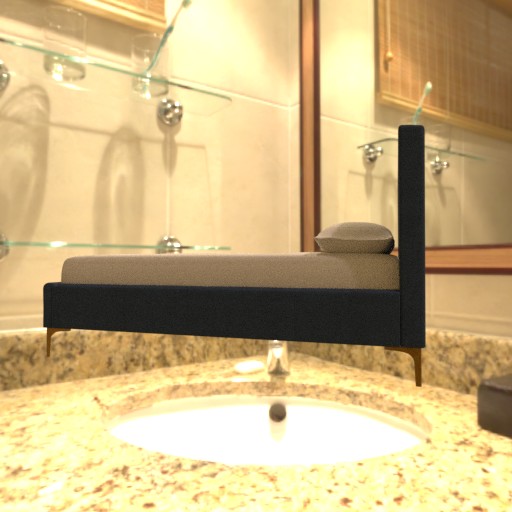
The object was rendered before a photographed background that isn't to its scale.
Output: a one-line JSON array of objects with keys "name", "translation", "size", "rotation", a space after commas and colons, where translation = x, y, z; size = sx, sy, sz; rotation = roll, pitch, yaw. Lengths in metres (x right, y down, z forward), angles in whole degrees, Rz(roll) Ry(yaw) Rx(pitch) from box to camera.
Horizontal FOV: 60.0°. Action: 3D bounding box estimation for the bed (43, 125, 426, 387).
[{"name": "bed", "translation": [0.000, 0.000, 3.170], "size": [2.172, 1.231, 1.723], "rotation": [0, -1, 18]}]
